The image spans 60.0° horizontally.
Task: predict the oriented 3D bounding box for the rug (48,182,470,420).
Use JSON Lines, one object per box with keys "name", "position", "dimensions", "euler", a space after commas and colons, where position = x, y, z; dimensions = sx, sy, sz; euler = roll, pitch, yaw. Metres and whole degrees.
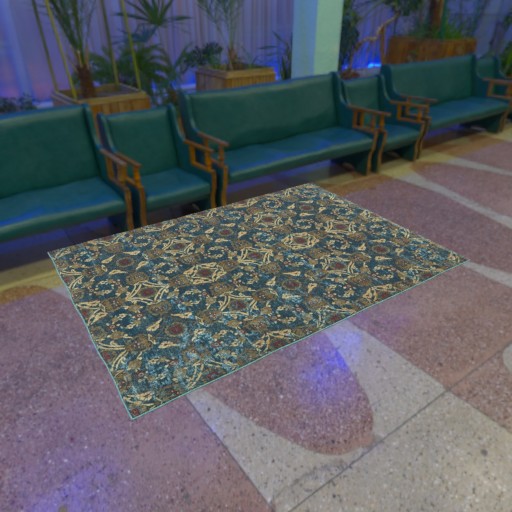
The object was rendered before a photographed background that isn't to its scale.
{"name": "rug", "position": [0.000, 0.000, 2.832], "dimensions": [2.207, 0.014, 1.567], "euler": [-19, 36, -28]}
